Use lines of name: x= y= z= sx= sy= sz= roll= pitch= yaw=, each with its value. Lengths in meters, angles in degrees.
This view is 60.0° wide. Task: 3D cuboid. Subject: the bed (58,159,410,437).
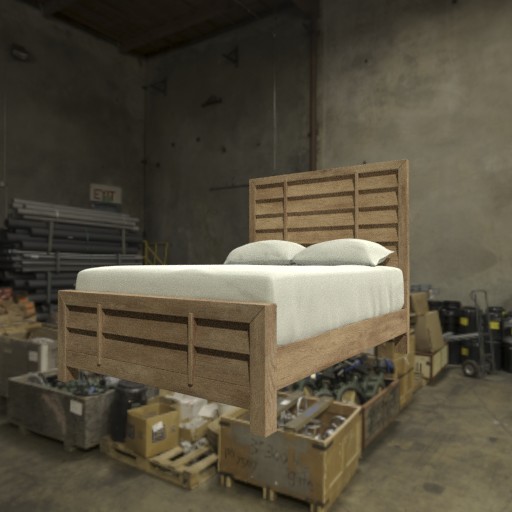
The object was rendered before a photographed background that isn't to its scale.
bed: x=0.000 y=0.000 z=3.310 sx=1.626 sy=1.626 sz=2.197 roll=0 pitch=-1 yaw=35
